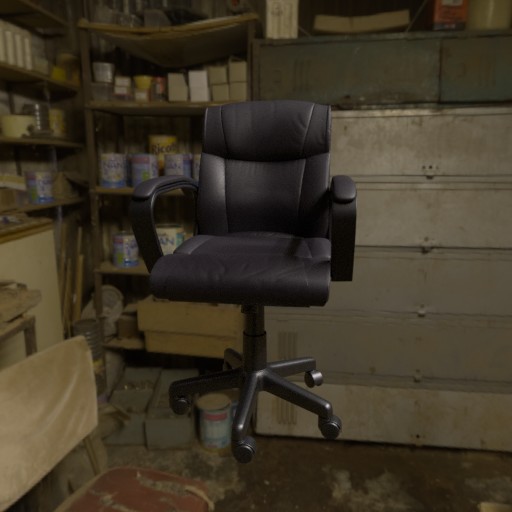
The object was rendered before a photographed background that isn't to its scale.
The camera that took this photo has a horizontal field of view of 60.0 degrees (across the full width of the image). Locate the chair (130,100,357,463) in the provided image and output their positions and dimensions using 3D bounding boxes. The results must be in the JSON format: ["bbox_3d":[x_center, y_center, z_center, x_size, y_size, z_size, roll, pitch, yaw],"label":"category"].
[{"bbox_3d":[0.000,0.000,1.386,0.576,0.998,0.641,2,12,9],"label":"chair"}]
